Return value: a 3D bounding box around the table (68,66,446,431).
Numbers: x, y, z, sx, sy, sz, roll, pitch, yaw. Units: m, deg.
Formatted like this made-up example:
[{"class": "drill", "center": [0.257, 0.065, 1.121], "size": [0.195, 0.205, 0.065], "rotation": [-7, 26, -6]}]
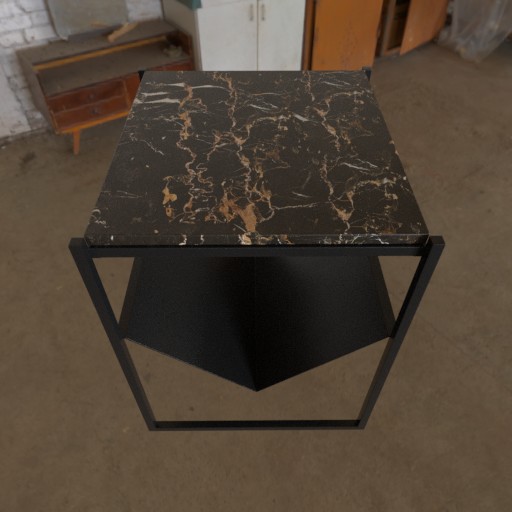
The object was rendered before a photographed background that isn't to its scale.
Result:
[{"class": "table", "center": [0.000, 0.000, 0.859], "size": [0.432, 0.534, 0.469], "rotation": [0, 47, 0]}]
